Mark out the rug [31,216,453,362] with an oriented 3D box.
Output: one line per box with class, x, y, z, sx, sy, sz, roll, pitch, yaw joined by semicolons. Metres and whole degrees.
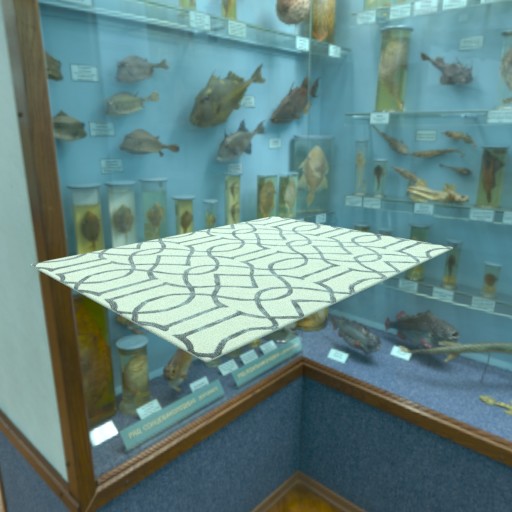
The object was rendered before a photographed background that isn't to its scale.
rug;0.000;0.000;3.800;2.211;0.021;2.910;15;22;42
